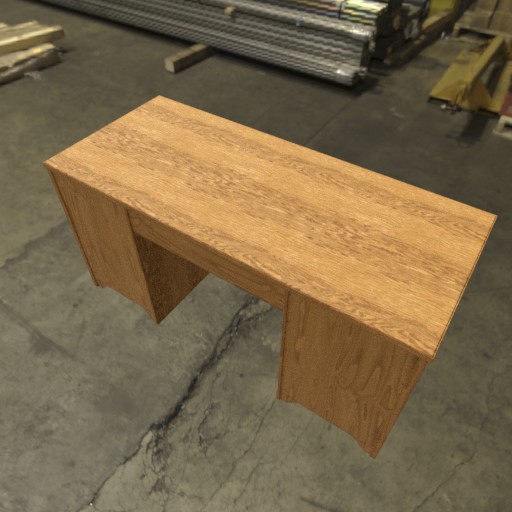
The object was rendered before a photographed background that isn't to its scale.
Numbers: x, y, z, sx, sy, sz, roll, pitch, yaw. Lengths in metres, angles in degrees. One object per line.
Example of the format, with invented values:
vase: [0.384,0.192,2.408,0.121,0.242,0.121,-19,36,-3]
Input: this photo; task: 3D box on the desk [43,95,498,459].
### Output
desk: [0.000,0.000,1.910,1.567,0.751,0.685,26,52,23]
